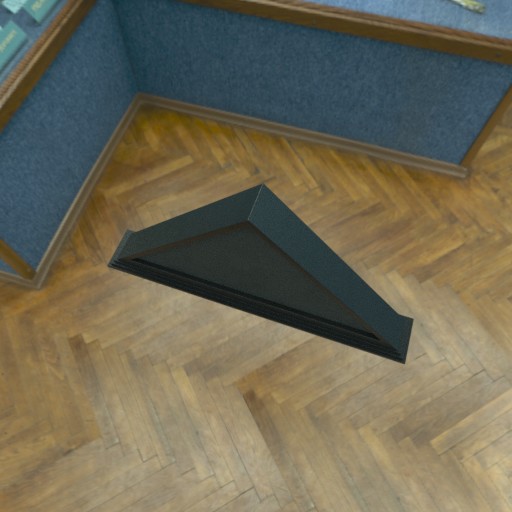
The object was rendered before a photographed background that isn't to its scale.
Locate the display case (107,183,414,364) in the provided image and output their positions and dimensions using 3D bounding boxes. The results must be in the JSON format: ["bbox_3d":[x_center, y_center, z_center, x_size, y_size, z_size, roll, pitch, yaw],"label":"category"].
[{"bbox_3d":[0.000,0.000,0.773,0.640,0.340,0.095,17,65,8],"label":"display case"}]
